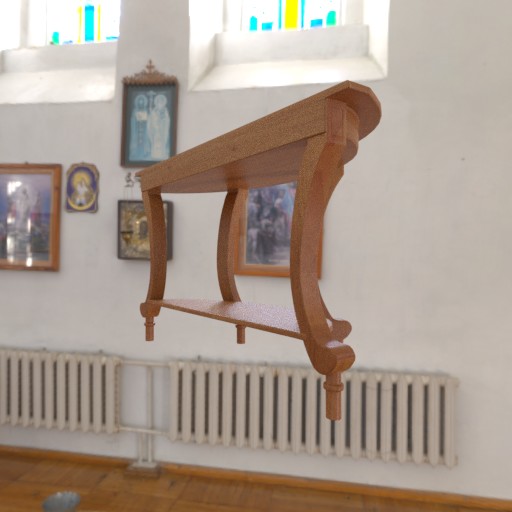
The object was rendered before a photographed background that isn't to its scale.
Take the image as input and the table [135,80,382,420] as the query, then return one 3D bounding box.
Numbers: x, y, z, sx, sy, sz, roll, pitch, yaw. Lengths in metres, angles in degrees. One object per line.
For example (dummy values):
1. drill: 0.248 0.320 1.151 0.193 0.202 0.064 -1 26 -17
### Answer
1. table: 0.000 0.000 1.471 0.394 0.692 1.198 0 0 -35
